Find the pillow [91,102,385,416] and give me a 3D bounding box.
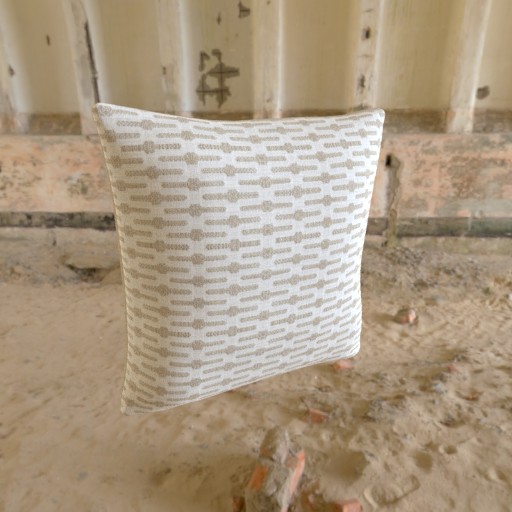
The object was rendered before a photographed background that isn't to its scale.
[{"bbox_3d":[0.000,0.000,0.765,0.496,0.491,0.219,-9,19,-27],"label":"pillow"}]
